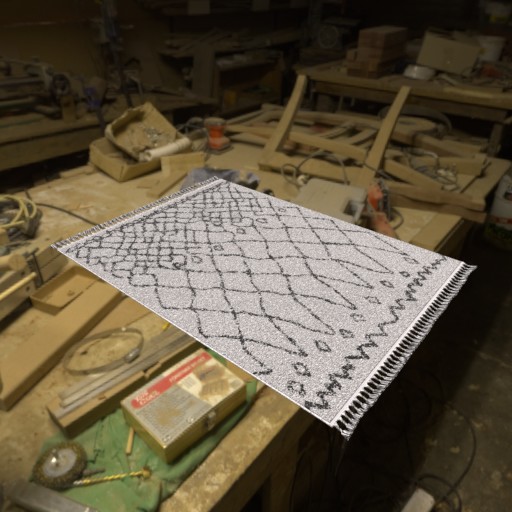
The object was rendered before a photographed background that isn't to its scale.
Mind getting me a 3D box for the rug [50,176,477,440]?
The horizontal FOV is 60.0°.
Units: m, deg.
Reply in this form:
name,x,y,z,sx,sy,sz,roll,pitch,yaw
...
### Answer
name,x,y,z,sx,sy,sz,roll,pitch,yaw
rug,0.000,0.000,2.910,2.312,0.017,1.613,24,40,33
